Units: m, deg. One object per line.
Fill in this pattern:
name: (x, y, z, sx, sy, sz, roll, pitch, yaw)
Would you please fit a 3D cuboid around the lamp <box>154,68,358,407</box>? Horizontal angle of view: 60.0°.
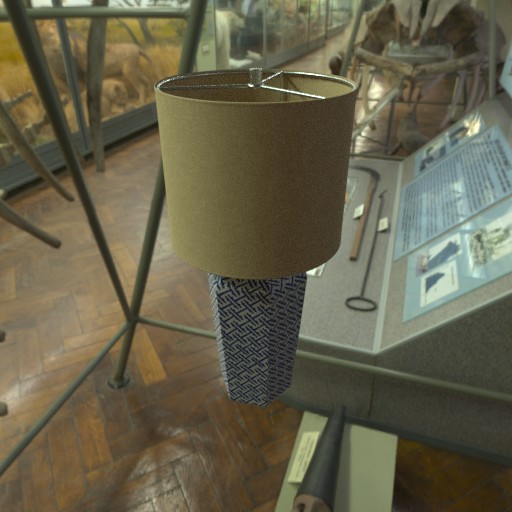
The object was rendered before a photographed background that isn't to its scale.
lamp: (0.000, 0.000, 0.870, 0.320, 0.682, 0.320, 9, 31, 16)
